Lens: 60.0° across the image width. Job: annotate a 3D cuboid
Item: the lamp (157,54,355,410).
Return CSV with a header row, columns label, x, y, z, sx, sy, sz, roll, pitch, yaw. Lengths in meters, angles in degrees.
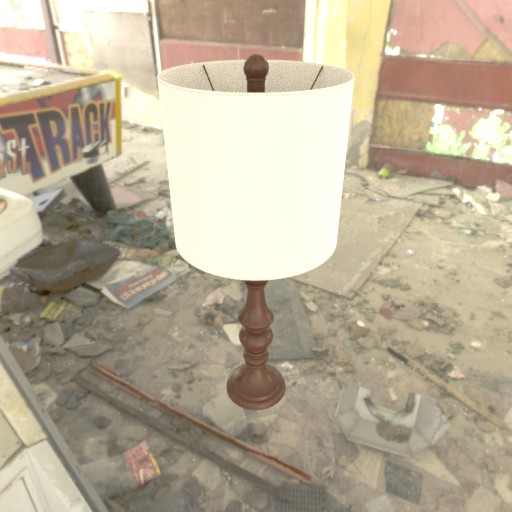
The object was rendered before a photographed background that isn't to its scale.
label,x,y,z,sx,sy,sz,roll,pitch,yaw
lamp,0.000,0.000,0.715,0.250,0.597,0.250,-23,38,-33
